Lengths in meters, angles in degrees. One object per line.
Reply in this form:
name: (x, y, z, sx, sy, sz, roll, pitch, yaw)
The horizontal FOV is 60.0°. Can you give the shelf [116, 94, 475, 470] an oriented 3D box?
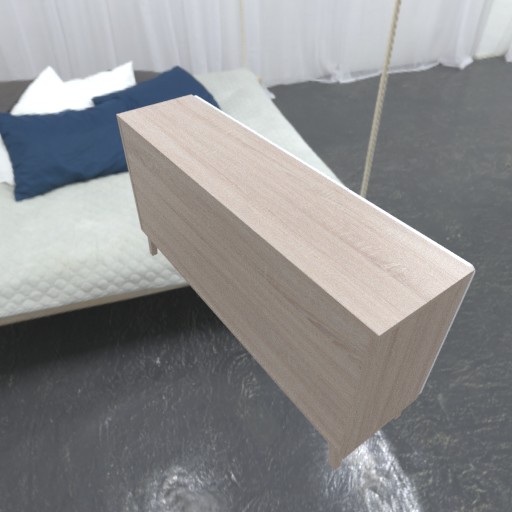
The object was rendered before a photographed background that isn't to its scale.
shelf: (0.000, 0.000, 1.806, 0.400, 0.780, 1.490, -26, 48, -26)
